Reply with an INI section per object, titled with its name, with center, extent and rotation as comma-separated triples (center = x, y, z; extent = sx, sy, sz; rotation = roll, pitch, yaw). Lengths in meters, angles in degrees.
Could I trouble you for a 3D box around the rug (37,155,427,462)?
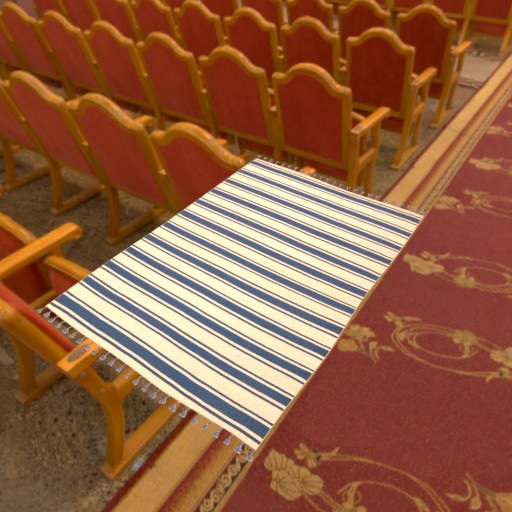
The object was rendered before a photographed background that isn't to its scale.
[rug]
center = 0.000, 0.000, 2.964
extent = 1.544, 0.010, 2.315
rotation = 25, 47, 26
